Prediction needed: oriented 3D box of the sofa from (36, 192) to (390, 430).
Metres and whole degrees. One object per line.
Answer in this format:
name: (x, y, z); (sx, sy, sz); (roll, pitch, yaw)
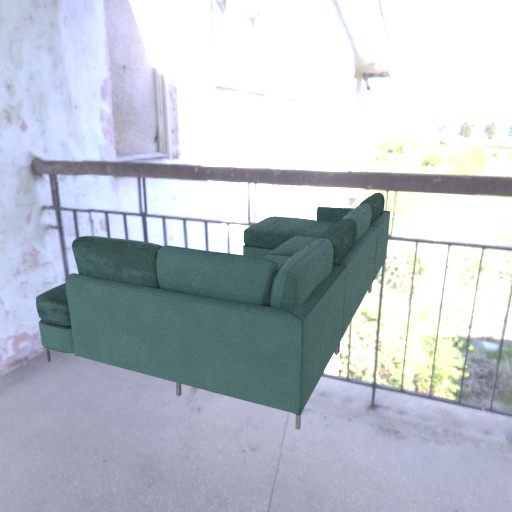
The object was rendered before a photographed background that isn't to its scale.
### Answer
sofa: (0.000, 0.000, 4.325); (2.055, 0.992, 3.434); (7, 18, 23)
